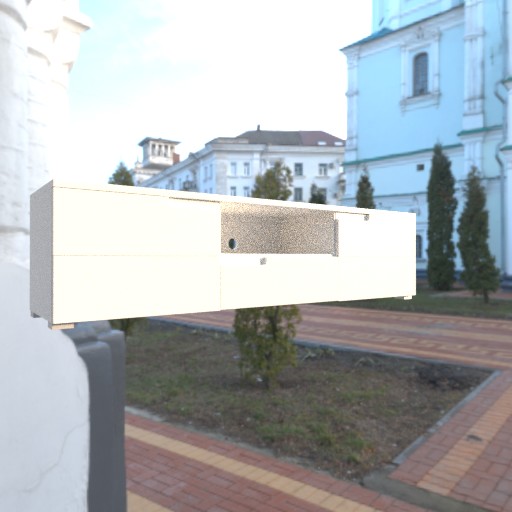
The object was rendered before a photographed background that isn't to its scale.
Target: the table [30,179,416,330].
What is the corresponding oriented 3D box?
[{"bbox_3d":[0.000,0.000,1.858,1.650,0.420,0.390,0,0,-35],"label":"table"}]
